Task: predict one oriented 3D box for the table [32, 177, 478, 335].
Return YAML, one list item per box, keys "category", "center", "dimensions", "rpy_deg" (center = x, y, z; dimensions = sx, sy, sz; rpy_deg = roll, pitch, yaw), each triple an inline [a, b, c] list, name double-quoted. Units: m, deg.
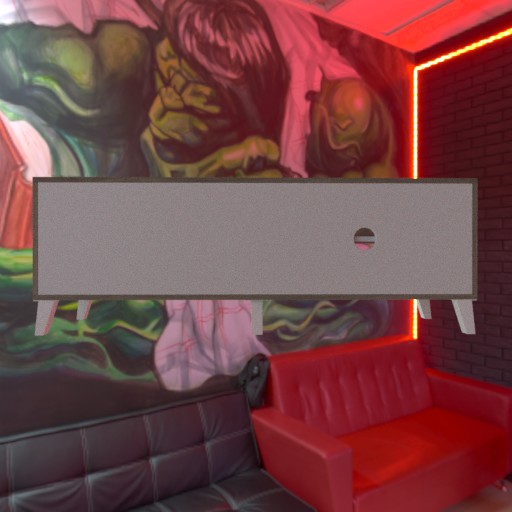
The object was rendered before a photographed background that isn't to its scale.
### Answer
- category: "table"
  center: [0.000, 0.000, 1.694]
  dimensions: [1.500, 0.530, 0.400]
  rpy_deg: [0, 0, -1]
